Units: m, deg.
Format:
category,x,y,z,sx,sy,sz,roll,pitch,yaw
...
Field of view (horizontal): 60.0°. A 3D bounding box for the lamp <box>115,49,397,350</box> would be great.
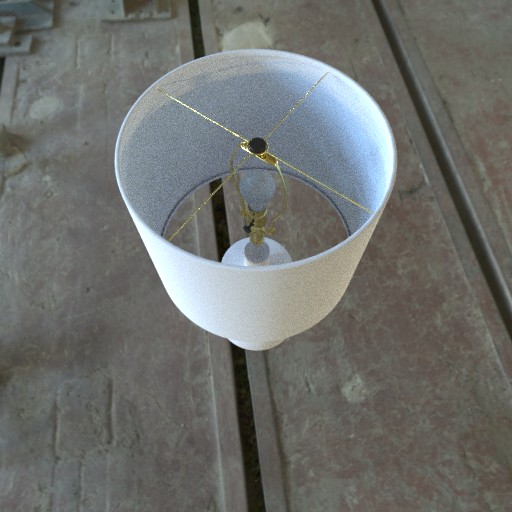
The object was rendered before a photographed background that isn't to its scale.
category,x,y,z,sx,sy,sz,roll,pitch,yaw
lamp,0.000,0.000,0.713,0.301,0.533,0.301,33,68,16
